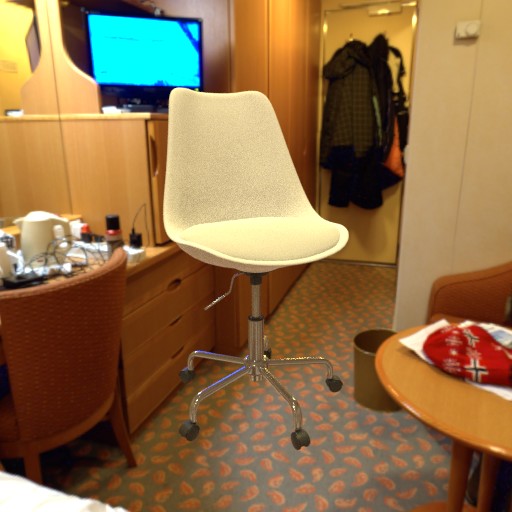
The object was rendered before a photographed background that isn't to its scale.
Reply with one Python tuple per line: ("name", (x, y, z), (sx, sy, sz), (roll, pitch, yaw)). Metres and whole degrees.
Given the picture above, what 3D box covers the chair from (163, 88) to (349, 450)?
("chair", (0.000, 0.000, 1.266), (0.550, 0.930, 0.550), (-8, 18, -26))
